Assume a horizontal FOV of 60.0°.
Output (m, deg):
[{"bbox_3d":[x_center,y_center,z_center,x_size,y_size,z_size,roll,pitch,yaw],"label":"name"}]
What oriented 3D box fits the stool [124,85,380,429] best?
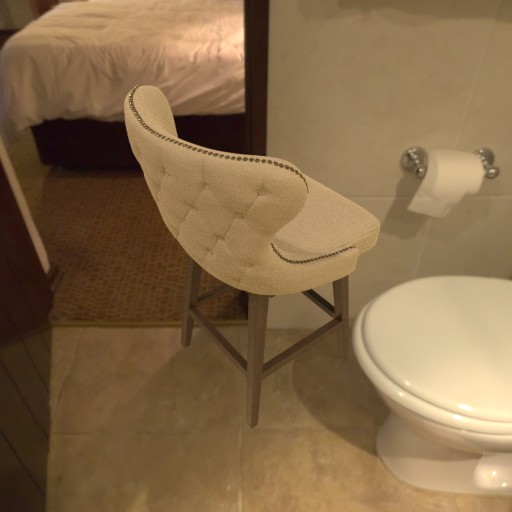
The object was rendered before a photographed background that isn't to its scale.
[{"bbox_3d":[0.000,0.000,1.360,0.597,0.972,0.615,-26,46,-28],"label":"stool"}]
